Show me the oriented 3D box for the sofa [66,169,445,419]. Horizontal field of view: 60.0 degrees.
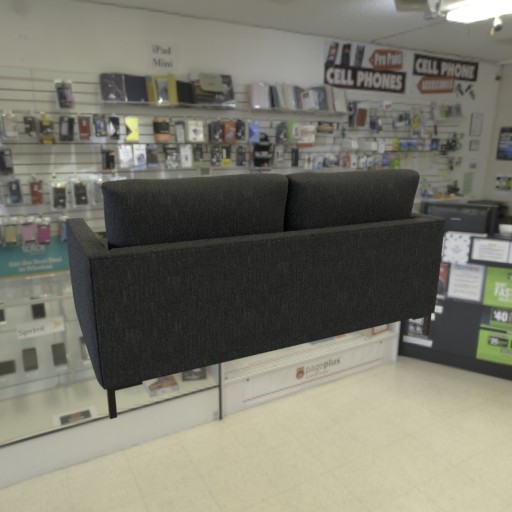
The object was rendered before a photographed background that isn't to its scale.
[{"bbox_3d":[0.000,0.000,2.242,1.716,0.862,0.866,-7,16,-26],"label":"sofa"}]
